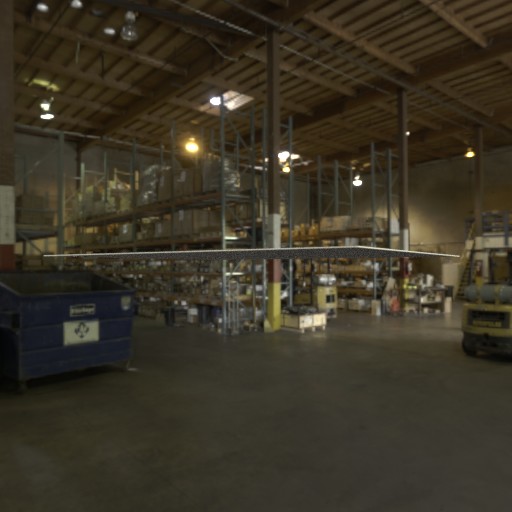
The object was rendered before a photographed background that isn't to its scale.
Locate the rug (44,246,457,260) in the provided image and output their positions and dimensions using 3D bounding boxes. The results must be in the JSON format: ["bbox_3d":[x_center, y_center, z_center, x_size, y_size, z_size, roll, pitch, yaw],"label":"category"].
[{"bbox_3d":[0.000,0.000,4.137,3.045,0.008,2.421,-1,-2,36],"label":"rug"}]
